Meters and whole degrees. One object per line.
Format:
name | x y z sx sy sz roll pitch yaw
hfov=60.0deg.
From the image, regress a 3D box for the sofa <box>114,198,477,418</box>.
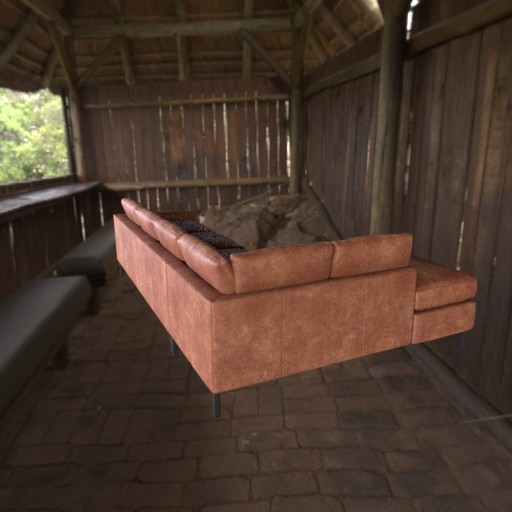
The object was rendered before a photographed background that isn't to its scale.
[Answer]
sofa | 0.000 0.000 3.891 1.938 0.877 2.984 -7 16 -25
